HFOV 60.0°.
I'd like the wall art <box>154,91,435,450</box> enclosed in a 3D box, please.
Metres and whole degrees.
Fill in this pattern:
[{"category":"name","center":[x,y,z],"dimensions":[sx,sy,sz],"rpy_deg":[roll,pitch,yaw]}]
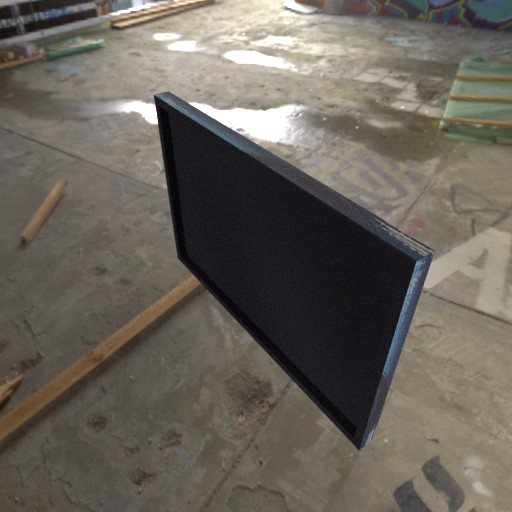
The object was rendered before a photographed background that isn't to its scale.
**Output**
[{"category":"wall art","center":[0.000,0.000,0.790],"dimensions":[0.033,0.406,0.609],"rpy_deg":[-25,46,-27]}]
